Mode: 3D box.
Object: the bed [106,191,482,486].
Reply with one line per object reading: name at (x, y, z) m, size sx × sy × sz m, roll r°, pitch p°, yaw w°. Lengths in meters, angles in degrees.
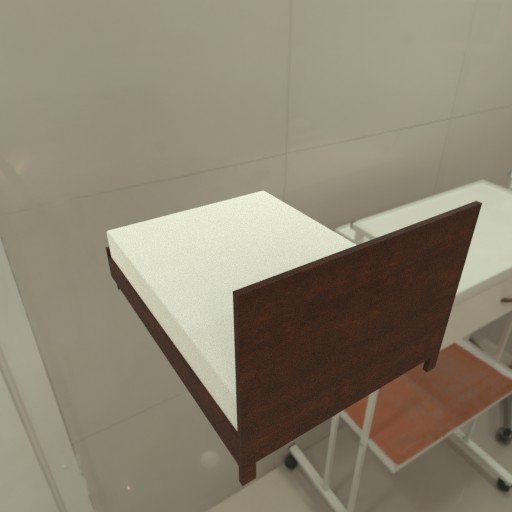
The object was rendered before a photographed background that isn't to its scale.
bed at (0.000, 0.000, 3.218) m, size 1.600 × 1.270 × 2.184 m, roll -19°, pitch 36°, yaw -28°
